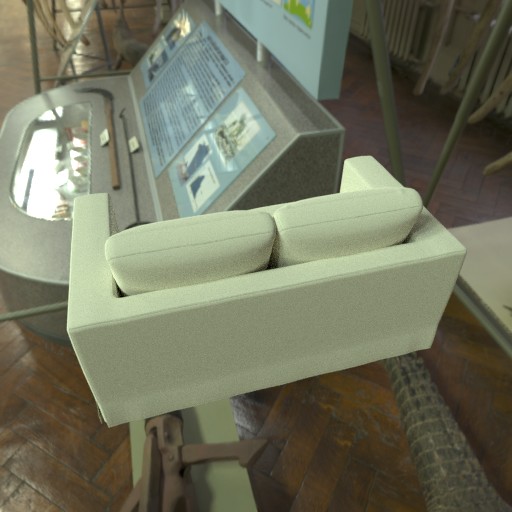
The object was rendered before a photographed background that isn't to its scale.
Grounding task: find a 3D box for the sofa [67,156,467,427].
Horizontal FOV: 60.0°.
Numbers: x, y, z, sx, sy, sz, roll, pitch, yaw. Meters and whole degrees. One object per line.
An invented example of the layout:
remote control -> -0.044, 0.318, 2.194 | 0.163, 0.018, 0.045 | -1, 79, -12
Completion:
sofa -> 0.000, 0.000, 2.375 | 1.813, 0.932, 1.009 | -10, 41, -12
